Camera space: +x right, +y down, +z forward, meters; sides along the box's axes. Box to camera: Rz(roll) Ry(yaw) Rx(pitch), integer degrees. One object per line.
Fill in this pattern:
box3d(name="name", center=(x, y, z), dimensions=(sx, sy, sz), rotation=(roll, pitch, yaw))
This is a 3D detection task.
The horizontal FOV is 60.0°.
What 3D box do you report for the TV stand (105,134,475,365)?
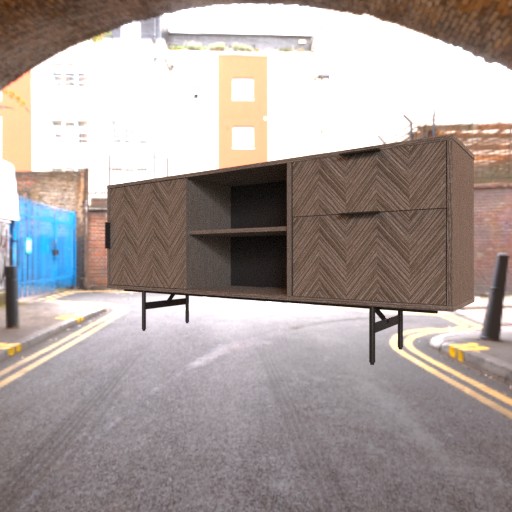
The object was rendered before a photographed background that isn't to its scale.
box3d(name="TV stand", center=(0.000, 0.000, 2.087), dimensions=(1.804, 0.787, 0.405), rotation=(0, 0, 36))
